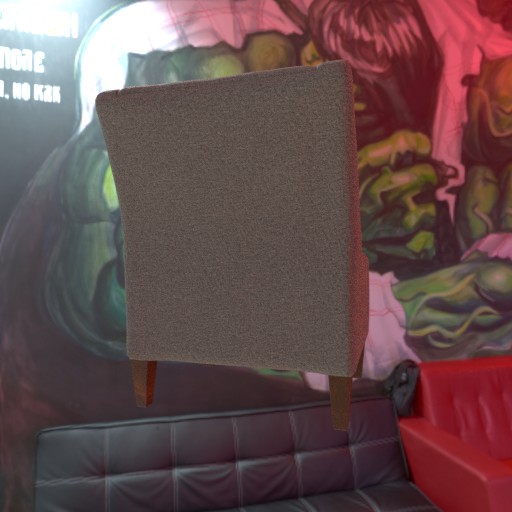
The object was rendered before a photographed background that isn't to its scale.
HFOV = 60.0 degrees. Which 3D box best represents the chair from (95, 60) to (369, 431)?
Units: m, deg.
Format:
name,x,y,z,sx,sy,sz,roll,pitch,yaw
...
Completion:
name,x,y,z,sx,sy,sz,roll,pitch,yaw
chair,0.000,0.000,1.616,0.774,1.016,0.870,0,0,17
